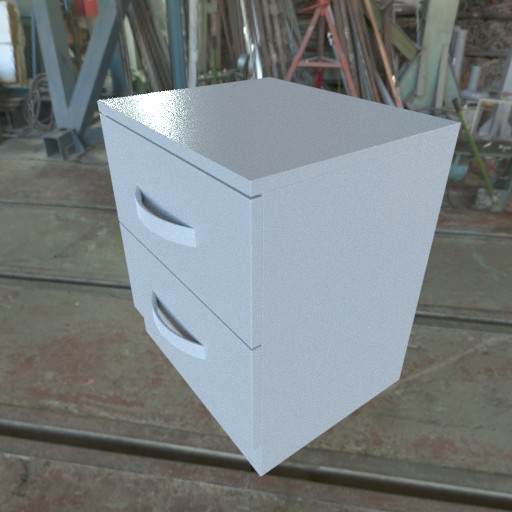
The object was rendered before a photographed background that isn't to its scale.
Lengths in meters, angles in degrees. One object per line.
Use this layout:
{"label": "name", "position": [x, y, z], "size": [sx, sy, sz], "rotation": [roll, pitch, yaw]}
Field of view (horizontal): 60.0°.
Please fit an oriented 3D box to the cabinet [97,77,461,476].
{"label": "cabinet", "position": [0.000, 0.000, 0.739], "size": [0.360, 0.470, 0.400], "rotation": [-21, 37, -30]}
